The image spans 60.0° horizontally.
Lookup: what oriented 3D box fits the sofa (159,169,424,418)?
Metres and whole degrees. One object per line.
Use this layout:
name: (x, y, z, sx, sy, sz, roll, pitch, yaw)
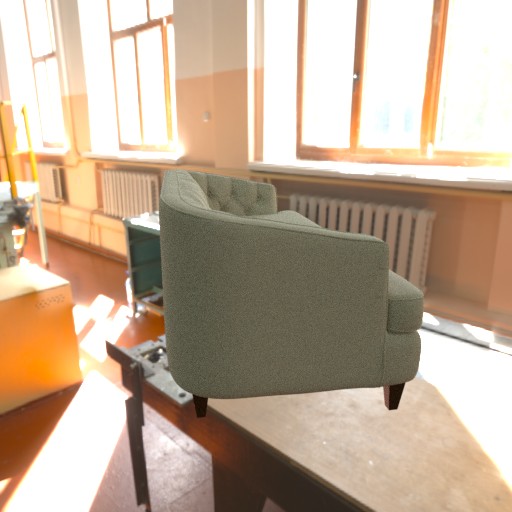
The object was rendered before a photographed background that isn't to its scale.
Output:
sofa: (0.000, 0.000, 2.259, 0.941, 0.855, 1.733, -3, 16, -10)
